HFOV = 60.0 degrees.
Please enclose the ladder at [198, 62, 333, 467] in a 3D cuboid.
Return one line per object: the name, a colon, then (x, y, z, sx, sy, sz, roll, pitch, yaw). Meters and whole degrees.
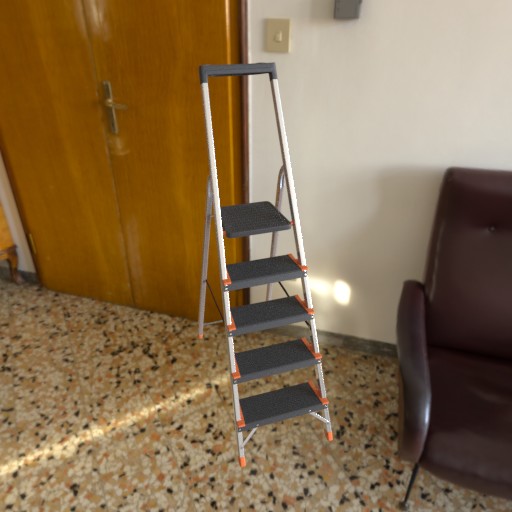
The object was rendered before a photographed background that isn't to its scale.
ladder: (0.000, 0.000, 2.123, 0.480, 1.646, 0.995, -9, 32, -16)
